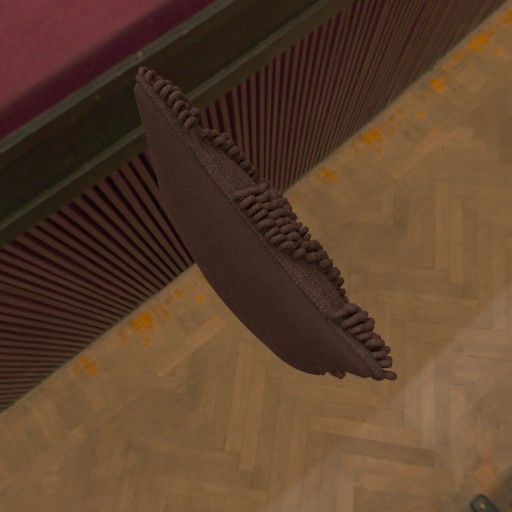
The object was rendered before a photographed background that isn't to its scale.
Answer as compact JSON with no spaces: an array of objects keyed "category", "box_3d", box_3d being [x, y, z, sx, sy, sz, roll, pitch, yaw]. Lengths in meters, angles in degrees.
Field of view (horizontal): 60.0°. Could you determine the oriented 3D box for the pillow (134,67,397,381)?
[{"category":"pillow","box_3d":[0.000,0.000,0.715,0.172,0.467,0.470,-37,79,-8]}]
